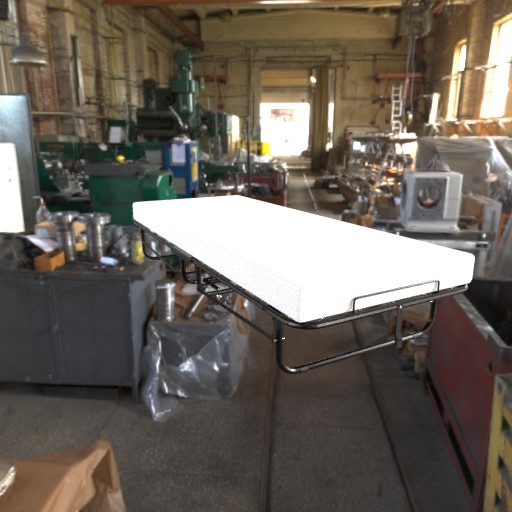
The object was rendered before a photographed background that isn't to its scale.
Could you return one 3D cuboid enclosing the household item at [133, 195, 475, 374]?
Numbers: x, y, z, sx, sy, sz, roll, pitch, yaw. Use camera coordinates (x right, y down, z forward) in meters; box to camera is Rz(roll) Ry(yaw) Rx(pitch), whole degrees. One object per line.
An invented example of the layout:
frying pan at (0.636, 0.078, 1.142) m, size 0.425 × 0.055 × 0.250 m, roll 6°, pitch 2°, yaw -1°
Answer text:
household item at (0.000, 0.000, 2.206) m, size 0.787 × 0.356 × 1.905 m, roll -8°, pitch 17°, yaw -28°
